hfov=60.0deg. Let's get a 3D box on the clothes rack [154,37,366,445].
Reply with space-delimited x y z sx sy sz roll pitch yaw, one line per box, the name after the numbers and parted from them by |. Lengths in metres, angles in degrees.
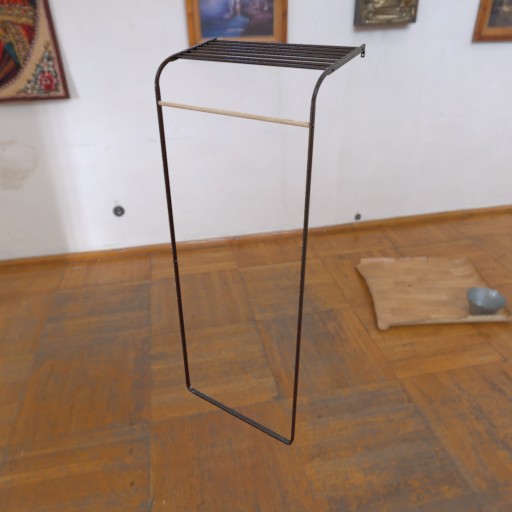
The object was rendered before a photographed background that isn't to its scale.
0.000 0.000 1.815 0.609 1.574 0.349 18 34 28 | clothes rack
